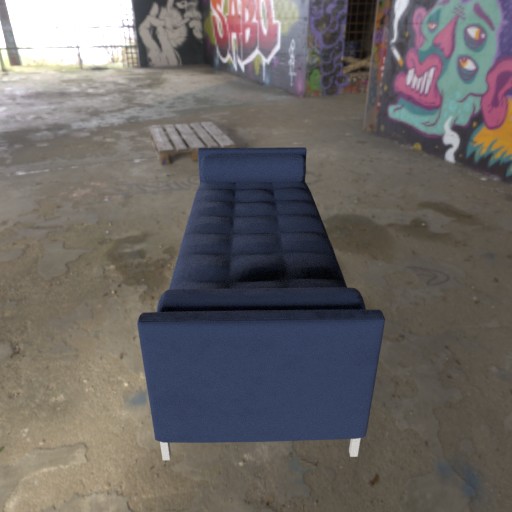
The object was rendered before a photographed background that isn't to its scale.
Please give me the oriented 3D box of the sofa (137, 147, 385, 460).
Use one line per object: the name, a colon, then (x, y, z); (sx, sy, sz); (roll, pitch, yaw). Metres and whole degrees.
sofa: (0.000, 0.000, 2.422); (0.797, 0.657, 2.102); (-1, 28, -1)
